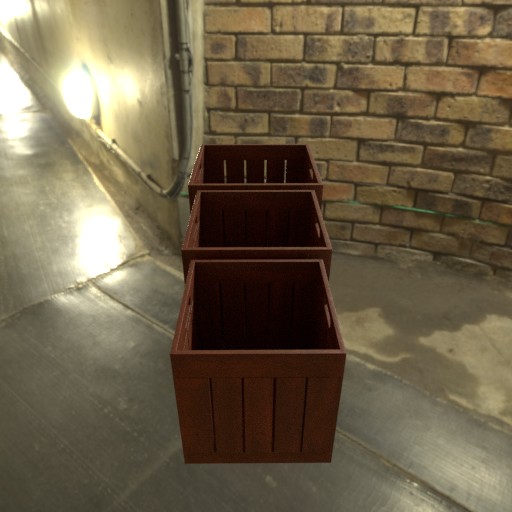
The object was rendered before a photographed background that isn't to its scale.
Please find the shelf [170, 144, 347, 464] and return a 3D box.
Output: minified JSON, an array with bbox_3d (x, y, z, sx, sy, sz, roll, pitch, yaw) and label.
[{"bbox_3d":[0.000,0.000,1.248,0.393,0.311,1.064,0,31,0],"label":"shelf"}]
